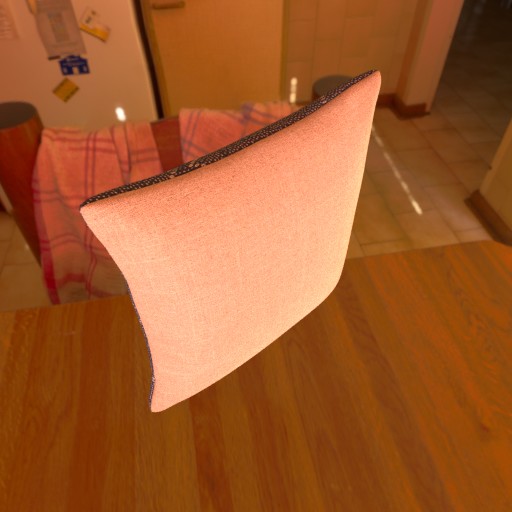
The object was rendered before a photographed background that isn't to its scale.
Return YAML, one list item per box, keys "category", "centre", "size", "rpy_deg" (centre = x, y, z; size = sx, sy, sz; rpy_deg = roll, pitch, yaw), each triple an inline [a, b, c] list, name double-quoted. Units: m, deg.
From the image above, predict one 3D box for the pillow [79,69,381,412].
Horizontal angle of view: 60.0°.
- category: "pillow"
  centre: [0.000, 0.000, 0.649]
  size: [0.435, 0.428, 0.148]
  rpy_deg: [-32, 54, -27]
